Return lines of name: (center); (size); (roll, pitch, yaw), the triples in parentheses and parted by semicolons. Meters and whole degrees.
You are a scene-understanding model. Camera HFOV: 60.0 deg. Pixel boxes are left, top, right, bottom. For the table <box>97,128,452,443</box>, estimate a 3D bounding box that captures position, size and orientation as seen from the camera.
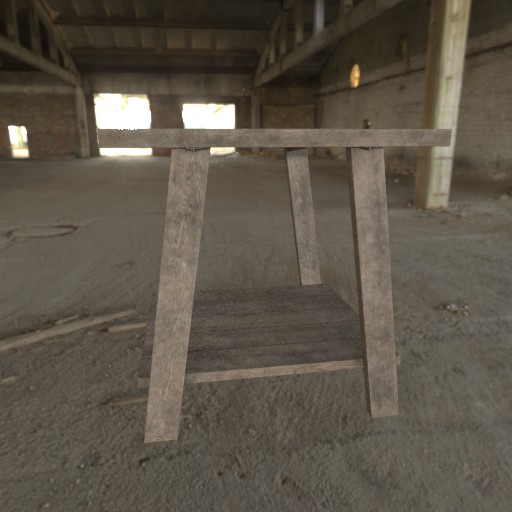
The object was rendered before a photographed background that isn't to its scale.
table: (0.000, 0.000, 1.115); (0.610, 0.610, 0.610); (-3, 16, -9)
